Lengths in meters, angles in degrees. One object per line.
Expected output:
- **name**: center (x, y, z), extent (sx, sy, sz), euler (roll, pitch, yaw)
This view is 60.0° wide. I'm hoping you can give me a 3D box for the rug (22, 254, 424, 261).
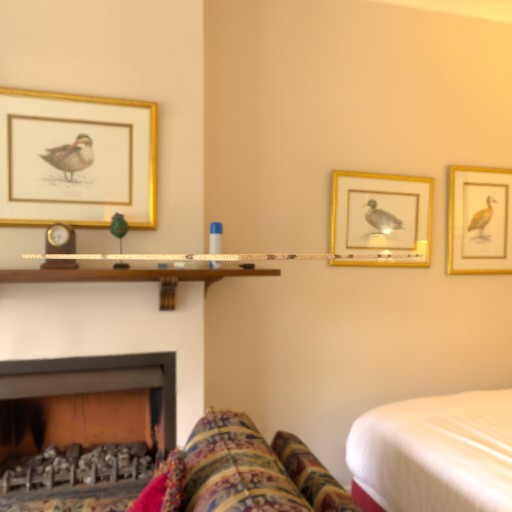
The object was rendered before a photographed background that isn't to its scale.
- **rug**: center (0.000, 0.000, 3.429), extent (1.801, 0.026, 2.701), euler (0, 0, 36)
